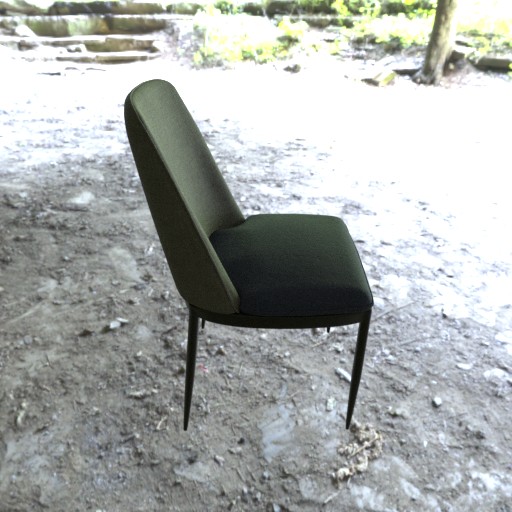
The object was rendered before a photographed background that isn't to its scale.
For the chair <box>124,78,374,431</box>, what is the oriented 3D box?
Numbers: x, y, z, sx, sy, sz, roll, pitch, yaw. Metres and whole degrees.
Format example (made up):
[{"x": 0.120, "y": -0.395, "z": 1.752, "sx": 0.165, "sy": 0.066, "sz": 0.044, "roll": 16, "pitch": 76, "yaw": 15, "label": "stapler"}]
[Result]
[{"x": 0.000, "y": 0.000, "z": 1.175, "sx": 0.550, "sy": 0.855, "sz": 0.488, "roll": 0, "pitch": 30, "yaw": 0, "label": "chair"}]
